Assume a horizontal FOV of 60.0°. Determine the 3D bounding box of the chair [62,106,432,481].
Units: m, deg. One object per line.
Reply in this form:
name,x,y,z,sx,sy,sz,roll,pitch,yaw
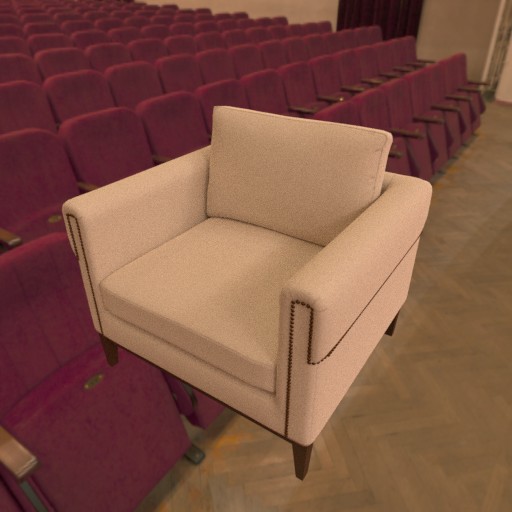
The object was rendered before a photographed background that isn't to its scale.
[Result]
chair,0.000,0.000,1.637,0.982,0.915,0.896,19,36,29
